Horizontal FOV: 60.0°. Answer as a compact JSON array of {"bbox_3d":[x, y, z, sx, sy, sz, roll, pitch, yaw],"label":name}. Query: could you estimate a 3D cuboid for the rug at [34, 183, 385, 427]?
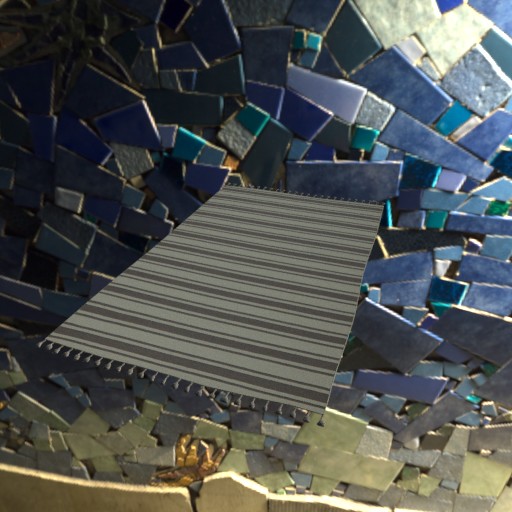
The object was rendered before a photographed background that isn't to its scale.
[{"bbox_3d":[0.000,0.000,2.517,1.229,0.011,2.096,10,31,17],"label":"rug"}]
